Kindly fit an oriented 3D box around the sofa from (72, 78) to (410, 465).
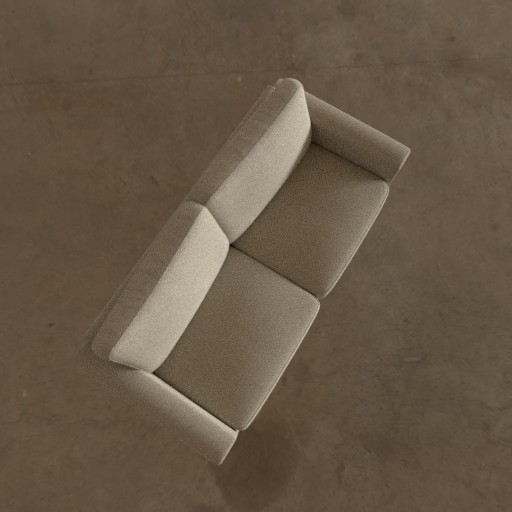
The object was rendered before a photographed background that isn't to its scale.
[{"bbox_3d":[0.000,0.000,2.716,1.016,0.873,2.179,32,77,8],"label":"sofa"}]
